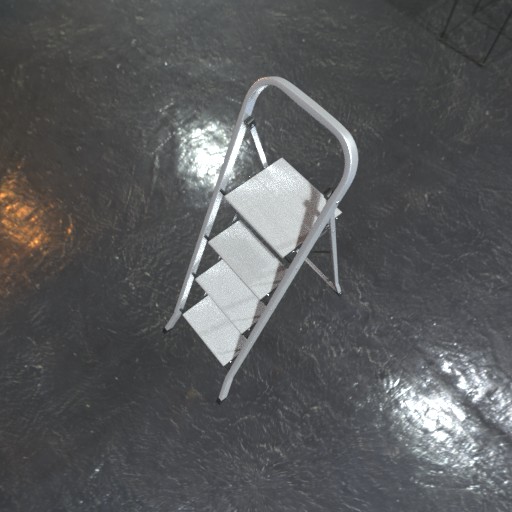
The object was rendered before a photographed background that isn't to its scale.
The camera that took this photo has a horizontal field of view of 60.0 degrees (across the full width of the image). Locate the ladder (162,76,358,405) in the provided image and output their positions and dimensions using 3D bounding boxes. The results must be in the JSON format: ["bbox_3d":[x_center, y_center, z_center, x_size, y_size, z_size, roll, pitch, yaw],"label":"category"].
[{"bbox_3d":[0.000,0.000,1.674,0.830,1.290,0.465,-37,68,-17],"label":"ladder"}]
